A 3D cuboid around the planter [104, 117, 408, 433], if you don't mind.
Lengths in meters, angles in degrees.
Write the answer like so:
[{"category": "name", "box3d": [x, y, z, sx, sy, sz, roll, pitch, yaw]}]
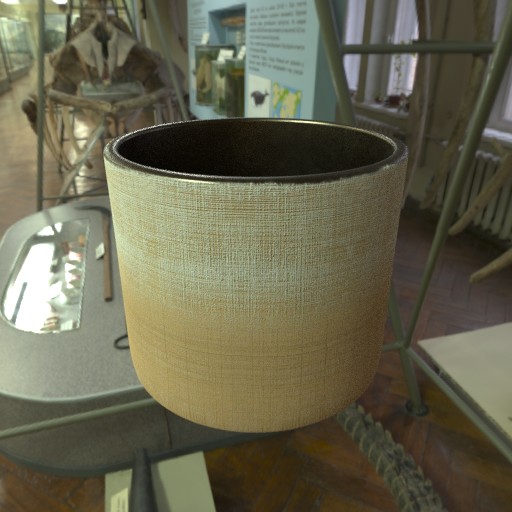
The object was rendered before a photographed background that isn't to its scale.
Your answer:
[{"category": "planter", "box3d": [0.000, 0.000, 0.425, 0.254, 0.221, 0.254, 0, 26, 0]}]
